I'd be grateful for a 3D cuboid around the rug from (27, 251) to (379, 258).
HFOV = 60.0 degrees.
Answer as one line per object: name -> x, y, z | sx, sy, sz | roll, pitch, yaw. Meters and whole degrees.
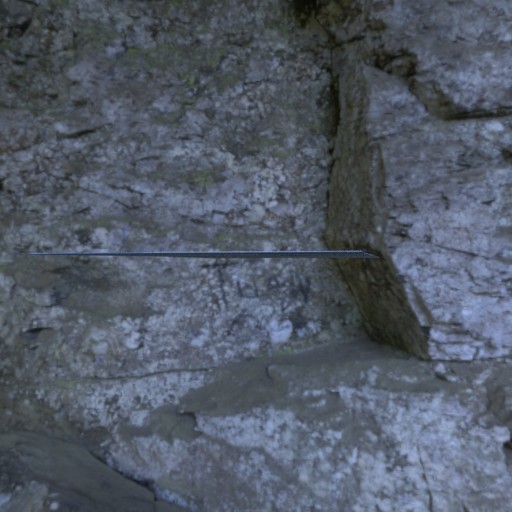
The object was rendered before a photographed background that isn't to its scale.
rug -> 0.000, 0.000, 2.197 | 1.135, 0.010, 1.740 | 0, -1, 17
